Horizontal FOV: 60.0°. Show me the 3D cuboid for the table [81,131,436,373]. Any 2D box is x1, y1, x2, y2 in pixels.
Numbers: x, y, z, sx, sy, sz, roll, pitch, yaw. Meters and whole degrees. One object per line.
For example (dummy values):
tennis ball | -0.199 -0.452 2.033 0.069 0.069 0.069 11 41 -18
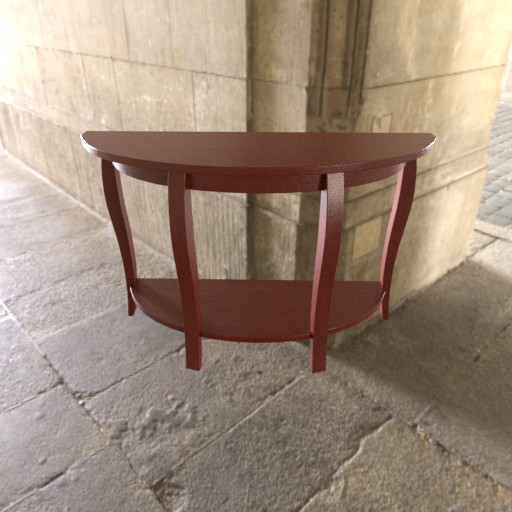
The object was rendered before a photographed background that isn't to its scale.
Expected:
table | 0.000 0.000 1.580 1.219 0.779 0.405 1 29 1
